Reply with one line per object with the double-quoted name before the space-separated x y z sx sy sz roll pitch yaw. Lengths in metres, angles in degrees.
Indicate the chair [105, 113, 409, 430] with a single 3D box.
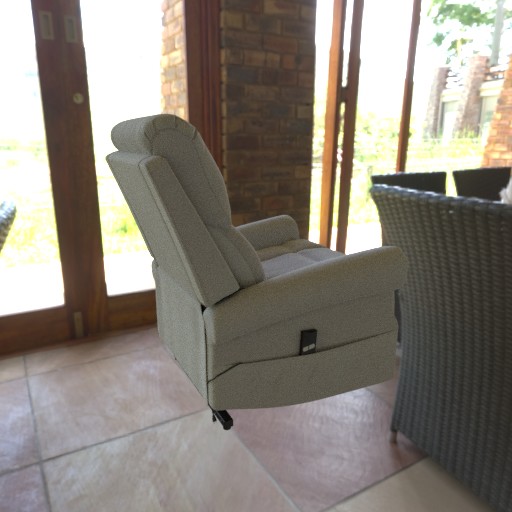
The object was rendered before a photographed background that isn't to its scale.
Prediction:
"chair" 0.000 0.000 1.742 0.979 1.031 0.871 -7 17 -26
